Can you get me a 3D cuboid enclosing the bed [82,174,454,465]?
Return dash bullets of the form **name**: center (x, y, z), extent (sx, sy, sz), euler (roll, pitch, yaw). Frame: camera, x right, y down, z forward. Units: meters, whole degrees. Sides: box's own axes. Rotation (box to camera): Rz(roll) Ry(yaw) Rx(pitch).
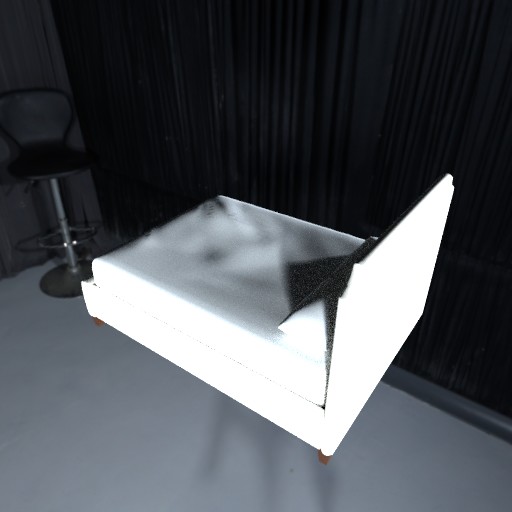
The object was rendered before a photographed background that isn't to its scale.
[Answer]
- **bed**: center (0.000, 0.000, 3.498), extent (2.365, 1.443, 1.712), euler (21, 37, 30)
